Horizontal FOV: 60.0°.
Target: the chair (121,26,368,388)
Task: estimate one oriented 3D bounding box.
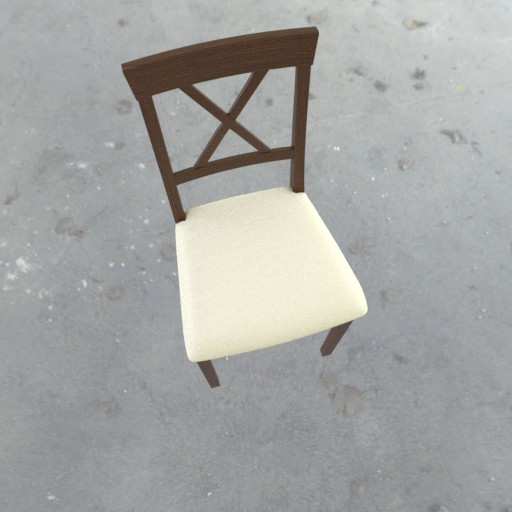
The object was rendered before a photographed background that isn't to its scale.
[{"bbox_3d":[0.000,0.000,1.134,0.440,0.913,0.480,-14,65,-7],"label":"chair"}]
